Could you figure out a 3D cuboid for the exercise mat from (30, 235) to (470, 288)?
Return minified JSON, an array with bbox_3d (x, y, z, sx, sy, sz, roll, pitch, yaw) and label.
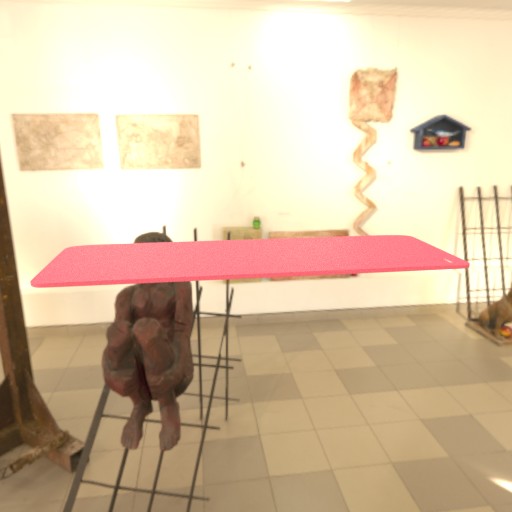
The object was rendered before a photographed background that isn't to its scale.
[{"bbox_3d":[0.000,0.000,2.122,1.884,0.021,0.616,-2,15,-8],"label":"exercise mat"}]
